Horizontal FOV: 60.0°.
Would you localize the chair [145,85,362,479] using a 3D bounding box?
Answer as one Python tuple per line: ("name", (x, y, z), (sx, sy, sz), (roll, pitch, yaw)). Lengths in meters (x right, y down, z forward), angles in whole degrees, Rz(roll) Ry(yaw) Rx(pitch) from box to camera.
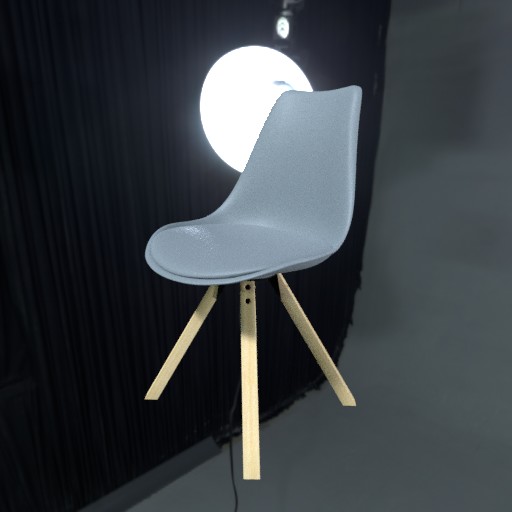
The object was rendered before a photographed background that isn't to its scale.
("chair", (0.000, 0.000, 1.160), (0.549, 0.850, 0.485), (-16, 23, -42))
